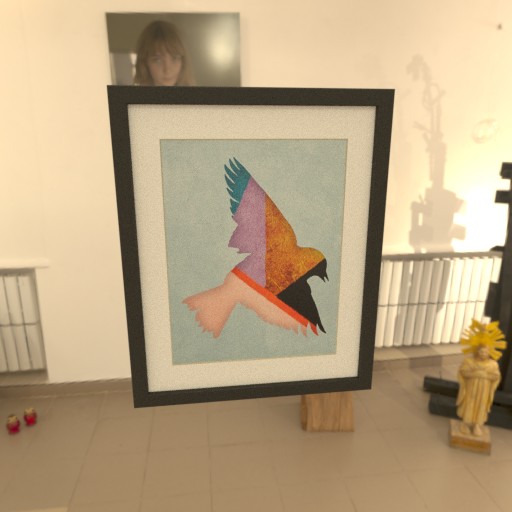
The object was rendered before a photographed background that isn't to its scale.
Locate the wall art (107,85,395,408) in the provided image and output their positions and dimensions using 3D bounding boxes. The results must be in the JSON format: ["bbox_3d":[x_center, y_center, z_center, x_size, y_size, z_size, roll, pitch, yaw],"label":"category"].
[{"bbox_3d":[0.000,0.000,0.783,0.457,0.558,0.028,-2,16,-8],"label":"wall art"}]
